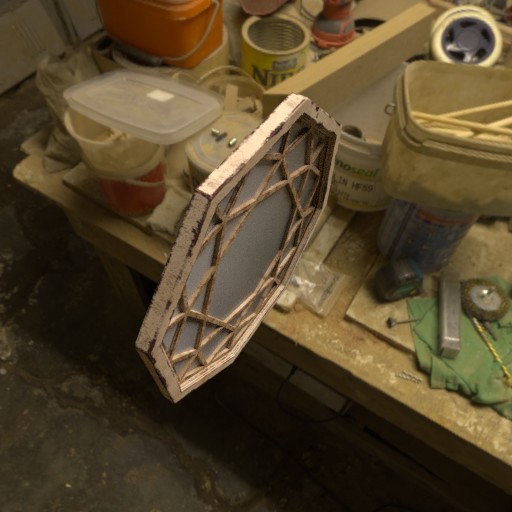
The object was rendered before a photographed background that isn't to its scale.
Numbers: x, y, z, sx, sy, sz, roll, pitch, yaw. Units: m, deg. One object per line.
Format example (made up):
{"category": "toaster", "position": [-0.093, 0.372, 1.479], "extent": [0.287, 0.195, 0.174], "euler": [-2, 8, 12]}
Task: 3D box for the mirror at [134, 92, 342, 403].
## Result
{"category": "mirror", "position": [0.000, 0.000, 0.956], "extent": [0.031, 0.648, 0.648], "euler": [29, 61, 18]}
